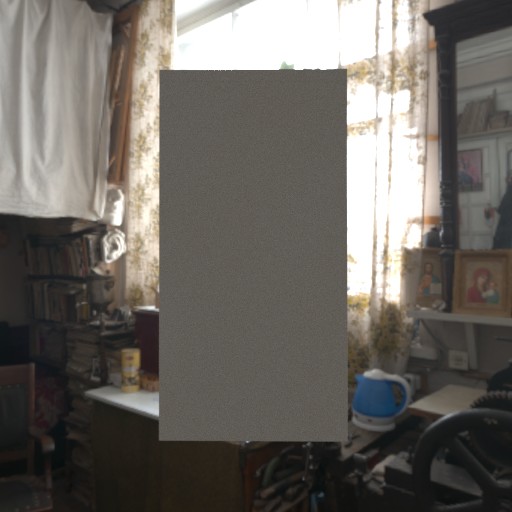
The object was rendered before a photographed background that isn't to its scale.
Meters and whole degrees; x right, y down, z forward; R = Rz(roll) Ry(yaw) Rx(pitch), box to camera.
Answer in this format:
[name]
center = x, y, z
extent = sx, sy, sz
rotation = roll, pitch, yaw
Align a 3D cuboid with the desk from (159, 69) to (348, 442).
[desk]
center = 0.000, 0.000, 1.441
extent = 0.400, 0.790, 1.000
rotation = 0, 0, 1
